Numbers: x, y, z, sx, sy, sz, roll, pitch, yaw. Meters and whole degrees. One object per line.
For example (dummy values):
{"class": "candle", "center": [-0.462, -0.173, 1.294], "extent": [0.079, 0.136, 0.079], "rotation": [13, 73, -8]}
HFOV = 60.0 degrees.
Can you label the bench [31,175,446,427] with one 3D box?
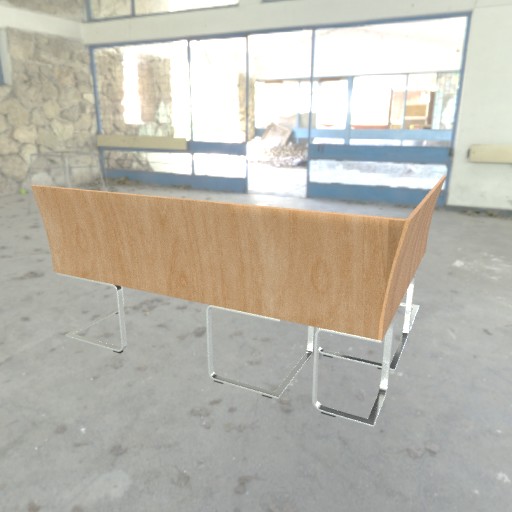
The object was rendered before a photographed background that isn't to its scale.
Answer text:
{"class": "bench", "center": [0.000, 0.000, 2.721], "extent": [1.945, 0.930, 1.495], "rotation": [8, 19, 25]}
